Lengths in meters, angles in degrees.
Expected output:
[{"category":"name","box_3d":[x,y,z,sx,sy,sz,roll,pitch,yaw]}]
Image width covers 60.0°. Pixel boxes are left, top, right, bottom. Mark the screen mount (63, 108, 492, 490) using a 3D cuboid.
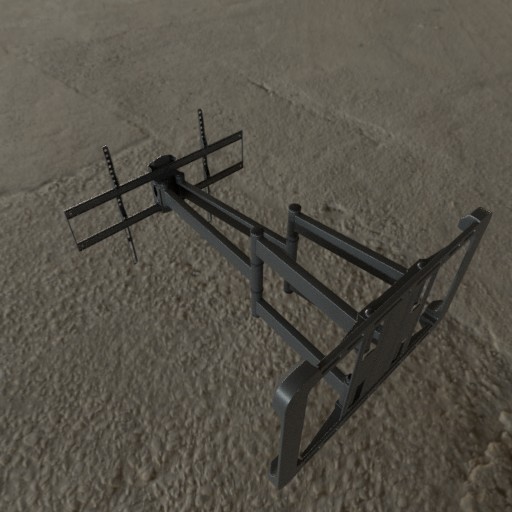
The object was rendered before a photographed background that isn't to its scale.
[{"category":"screen mount","box_3d":[0.000,0.000,1.281,0.725,0.483,0.905,-33,53,-30]}]
